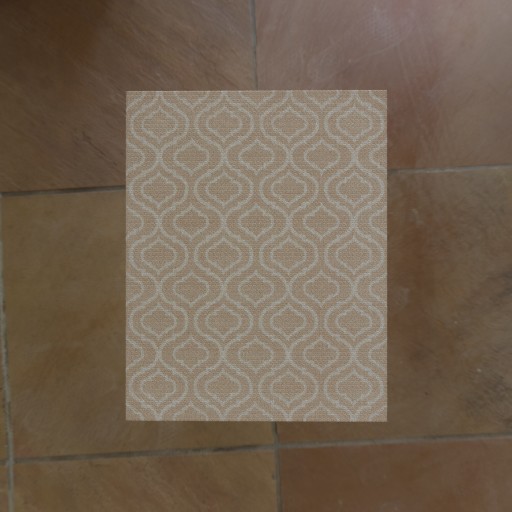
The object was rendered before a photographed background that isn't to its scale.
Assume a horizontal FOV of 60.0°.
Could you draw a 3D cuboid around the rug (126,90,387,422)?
[{"bbox_3d":[0.000,0.000,3.884,2.286,0.013,2.894,0,90,1],"label":"rug"}]
